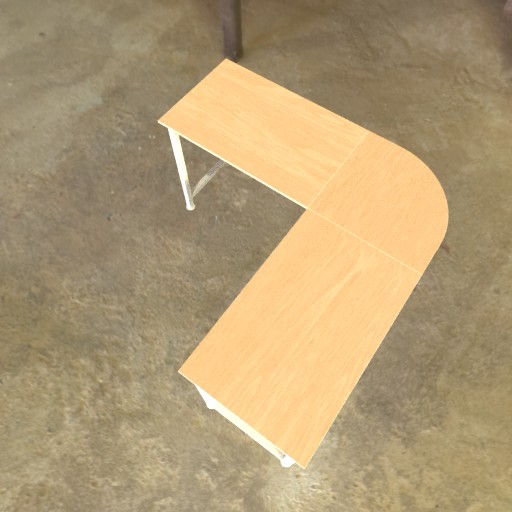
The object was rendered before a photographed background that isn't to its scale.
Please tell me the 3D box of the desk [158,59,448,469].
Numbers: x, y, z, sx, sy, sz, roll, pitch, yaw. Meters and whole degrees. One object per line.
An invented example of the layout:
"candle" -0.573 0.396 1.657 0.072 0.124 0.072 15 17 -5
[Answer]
"desk" 0.000 0.000 2.231 1.400 0.762 1.400 33 67 16
